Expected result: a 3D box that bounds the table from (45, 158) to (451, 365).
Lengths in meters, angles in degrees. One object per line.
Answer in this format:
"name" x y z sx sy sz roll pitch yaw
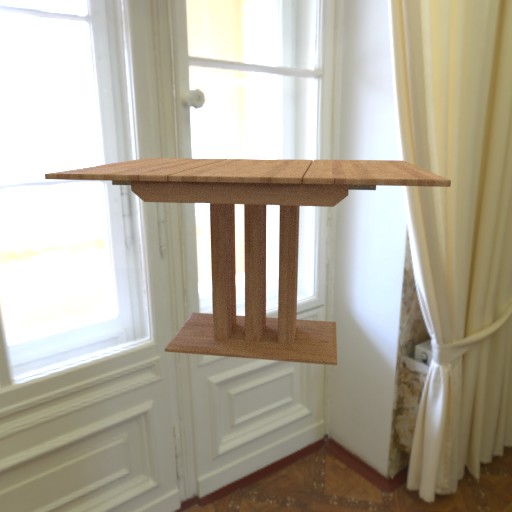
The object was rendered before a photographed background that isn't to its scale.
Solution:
"table" 0.000 0.000 1.924 1.300 0.770 0.900 3 16 9
